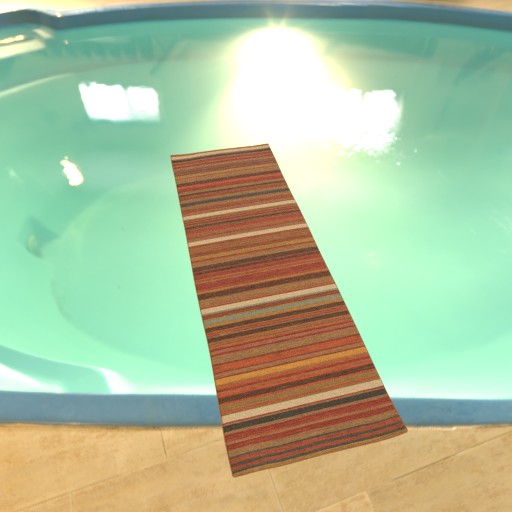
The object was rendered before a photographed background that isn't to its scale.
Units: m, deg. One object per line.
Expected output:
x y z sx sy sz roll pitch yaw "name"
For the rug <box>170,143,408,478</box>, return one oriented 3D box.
0.000 0.000 2.721 0.799 0.030 2.444 -10 47 -9 "rug"
